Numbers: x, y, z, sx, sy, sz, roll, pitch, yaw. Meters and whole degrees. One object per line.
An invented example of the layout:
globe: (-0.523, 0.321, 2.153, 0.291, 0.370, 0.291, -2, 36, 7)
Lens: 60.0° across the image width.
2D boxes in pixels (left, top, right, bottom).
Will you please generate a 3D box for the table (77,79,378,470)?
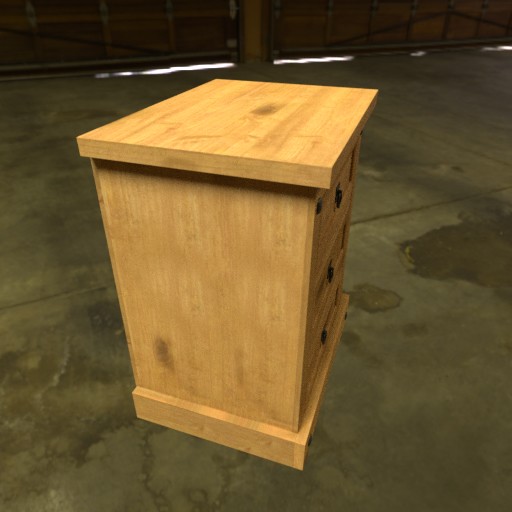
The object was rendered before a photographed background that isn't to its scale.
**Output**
table: (0.000, 0.000, 1.258, 0.500, 0.813, 0.660, 10, 33, 17)
